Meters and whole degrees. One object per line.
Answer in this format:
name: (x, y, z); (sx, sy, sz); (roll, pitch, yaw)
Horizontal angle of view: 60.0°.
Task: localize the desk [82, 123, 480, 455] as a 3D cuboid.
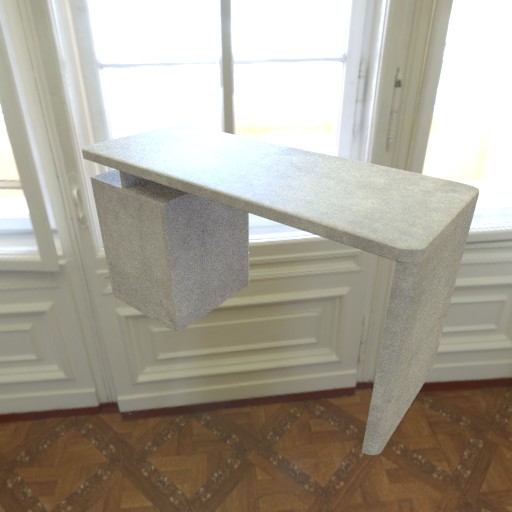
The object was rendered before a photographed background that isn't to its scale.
desk: (0.000, 0.000, 1.780); (1.400, 0.755, 0.550); (21, 36, 33)
